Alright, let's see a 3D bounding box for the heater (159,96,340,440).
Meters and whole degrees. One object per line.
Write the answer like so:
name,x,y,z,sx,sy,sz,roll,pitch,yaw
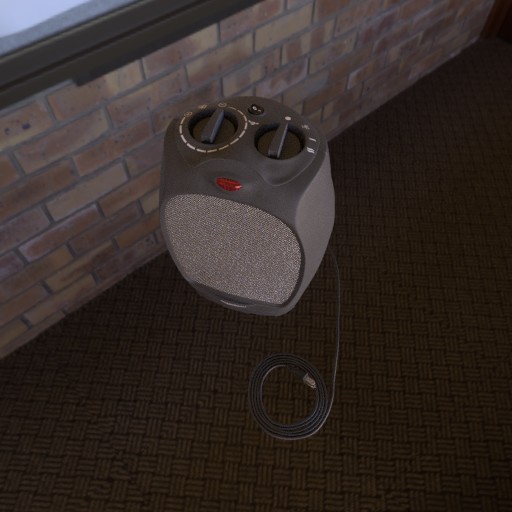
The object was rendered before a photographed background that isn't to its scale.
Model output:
heater,0.000,0.000,0.470,0.239,0.255,0.291,14,59,9
